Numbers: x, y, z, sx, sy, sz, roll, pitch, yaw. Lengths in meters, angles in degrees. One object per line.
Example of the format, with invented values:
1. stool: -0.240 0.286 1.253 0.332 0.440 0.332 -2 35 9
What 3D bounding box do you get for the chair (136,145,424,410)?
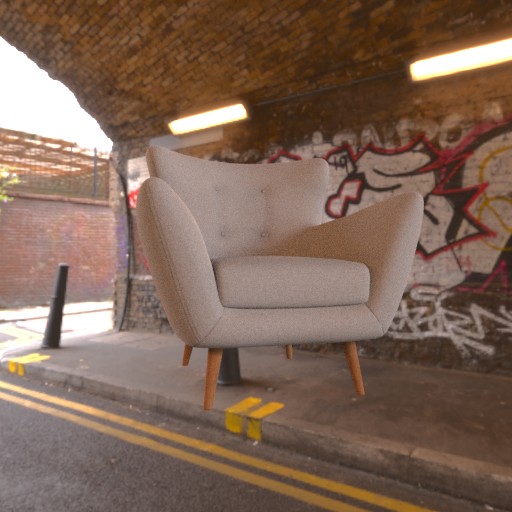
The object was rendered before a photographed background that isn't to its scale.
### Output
1. chair: 0.000 0.000 1.662 0.890 0.889 0.889 0 -1 -17
